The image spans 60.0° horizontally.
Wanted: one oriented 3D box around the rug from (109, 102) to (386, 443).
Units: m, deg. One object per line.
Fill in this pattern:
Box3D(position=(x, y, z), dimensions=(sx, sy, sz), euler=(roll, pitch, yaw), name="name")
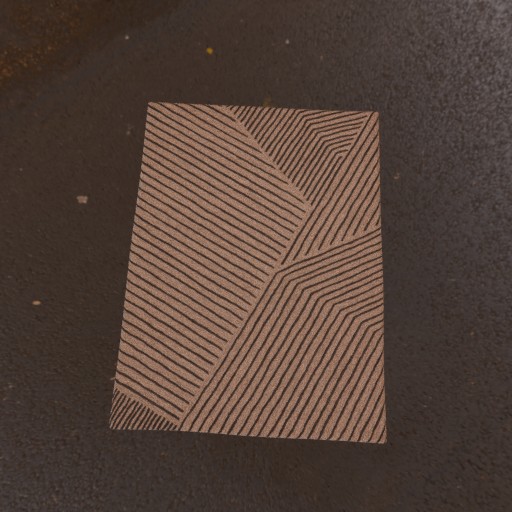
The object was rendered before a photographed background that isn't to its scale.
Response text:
Box3D(position=(0.000, 0.000, 3.214), dimensions=(1.829, 0.028, 2.449), euler=(3, 76, 1), name="rug")
